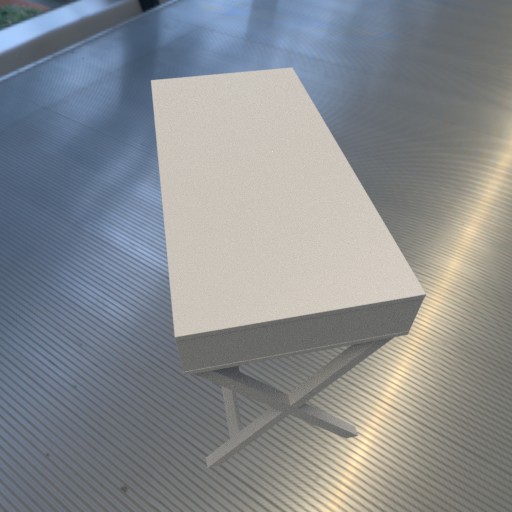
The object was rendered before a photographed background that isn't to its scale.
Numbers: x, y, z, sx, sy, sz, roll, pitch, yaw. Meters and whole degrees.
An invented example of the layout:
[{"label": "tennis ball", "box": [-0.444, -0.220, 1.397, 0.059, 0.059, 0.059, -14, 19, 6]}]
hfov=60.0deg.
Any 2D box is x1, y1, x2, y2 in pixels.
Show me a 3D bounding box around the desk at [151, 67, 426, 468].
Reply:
[{"label": "desk", "box": [0.000, 0.000, 1.497, 0.525, 0.780, 1.057, -9, 48, -8]}]
